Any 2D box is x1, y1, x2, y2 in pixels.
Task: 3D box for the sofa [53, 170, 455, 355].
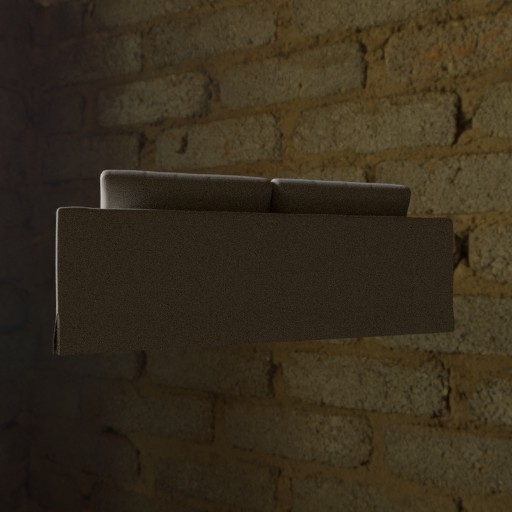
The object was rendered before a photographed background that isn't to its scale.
[{"bbox_3d":[0.000,0.000,2.721,2.163,0.881,0.954,0,0,-17],"label":"sofa"}]
